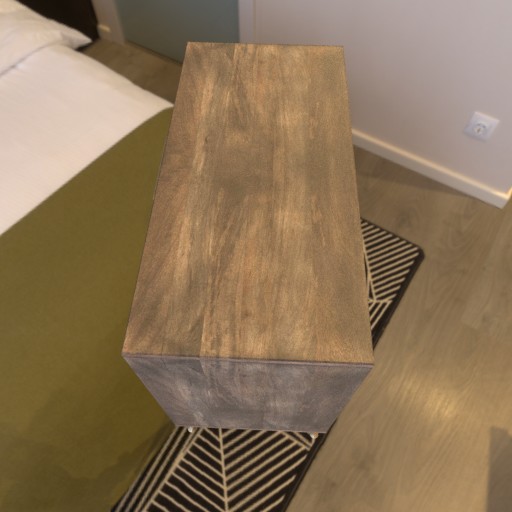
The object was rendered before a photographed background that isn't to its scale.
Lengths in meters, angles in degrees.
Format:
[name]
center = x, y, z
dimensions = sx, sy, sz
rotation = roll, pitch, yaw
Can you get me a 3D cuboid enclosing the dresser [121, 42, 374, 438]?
[dresser]
center = 0.000, 0.000, 1.357
dimensions = 0.453, 0.801, 0.923
rotation = 2, 58, 1
